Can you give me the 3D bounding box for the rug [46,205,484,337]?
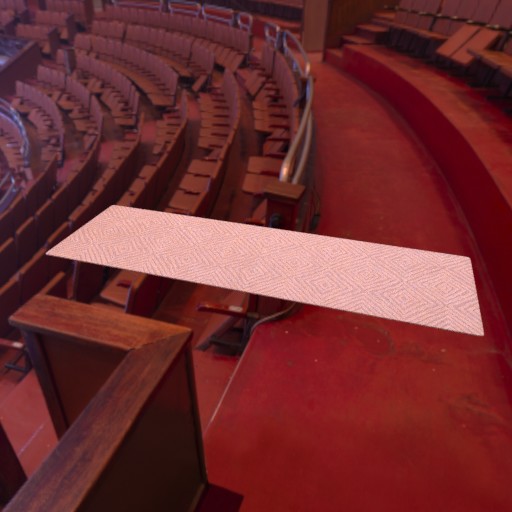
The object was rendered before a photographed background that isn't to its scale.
[{"bbox_3d":[0.000,0.000,2.477,2.277,0.008,0.676,9,33,15],"label":"rug"}]
